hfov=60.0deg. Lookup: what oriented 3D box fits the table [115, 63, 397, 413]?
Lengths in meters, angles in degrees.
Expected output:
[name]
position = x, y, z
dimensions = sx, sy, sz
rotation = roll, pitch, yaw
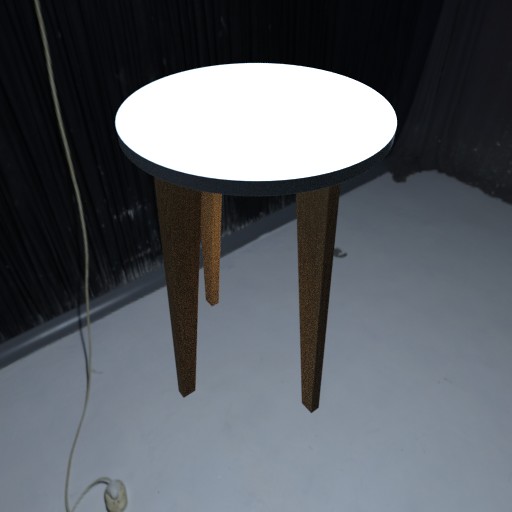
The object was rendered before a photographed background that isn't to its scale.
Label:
[table]
position = 0.000, 0.000, 0.730
dimensions = 0.350, 0.500, 0.350
rotation = 0, 41, 0
